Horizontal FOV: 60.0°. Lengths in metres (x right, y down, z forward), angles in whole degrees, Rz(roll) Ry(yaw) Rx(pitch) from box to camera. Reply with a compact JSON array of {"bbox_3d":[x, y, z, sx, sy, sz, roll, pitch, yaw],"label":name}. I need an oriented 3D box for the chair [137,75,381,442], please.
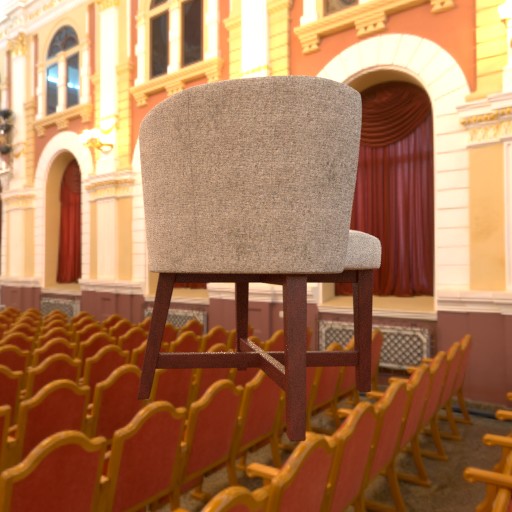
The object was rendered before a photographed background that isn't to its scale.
[{"bbox_3d":[0.000,0.000,1.309,0.728,0.827,0.575,-1,-2,36],"label":"chair"}]
